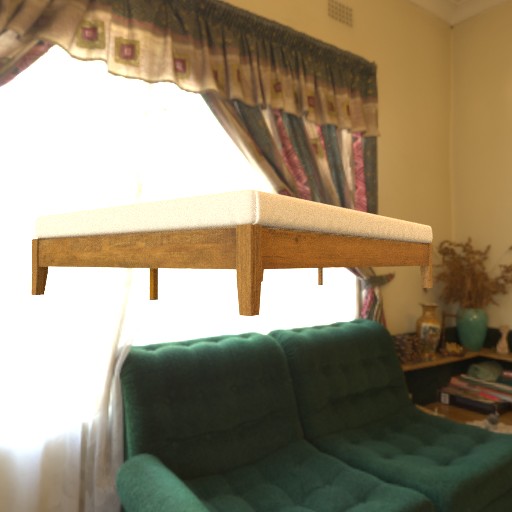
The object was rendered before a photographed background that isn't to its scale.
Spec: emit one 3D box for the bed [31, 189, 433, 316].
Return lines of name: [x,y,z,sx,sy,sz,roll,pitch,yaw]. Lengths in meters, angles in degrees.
bed: [0.000,0.000,2.724,1.536,0.431,2.016,-1,-1,38]
